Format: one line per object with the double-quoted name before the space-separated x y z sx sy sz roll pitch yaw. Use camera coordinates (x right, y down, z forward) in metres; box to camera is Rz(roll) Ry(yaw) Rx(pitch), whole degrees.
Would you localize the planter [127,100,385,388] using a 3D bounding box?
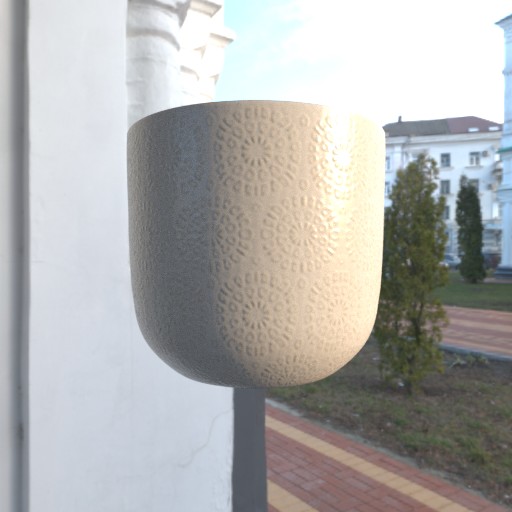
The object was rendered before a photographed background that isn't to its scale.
"planter" 0.000 0.000 0.371 0.208 0.190 0.208 0 0 0
